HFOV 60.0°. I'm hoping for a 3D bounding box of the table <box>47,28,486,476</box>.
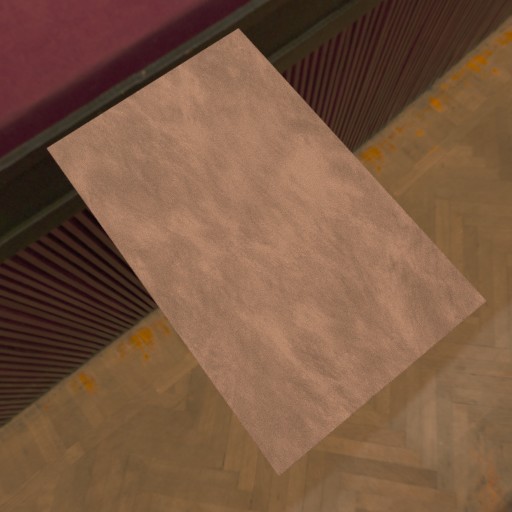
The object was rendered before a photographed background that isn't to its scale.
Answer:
[{"bbox_3d":[0.000,0.000,1.588,0.700,0.734,1.100,-36,78,-9],"label":"table"}]
